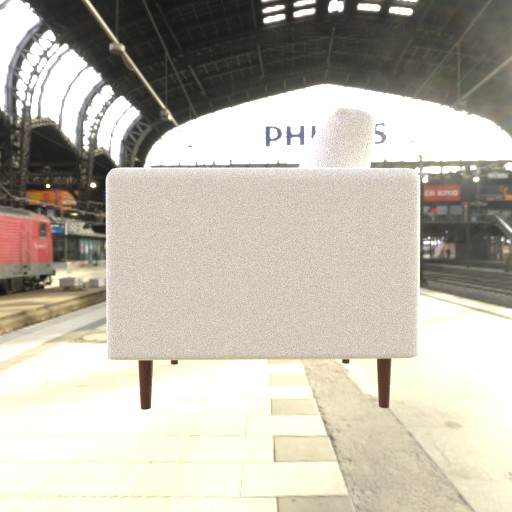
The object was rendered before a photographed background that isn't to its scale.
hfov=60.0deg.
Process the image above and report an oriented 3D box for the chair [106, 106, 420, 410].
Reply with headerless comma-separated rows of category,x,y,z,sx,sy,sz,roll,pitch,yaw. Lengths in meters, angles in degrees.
chair,0.000,0.000,1.579,0.879,0.899,0.831,0,1,-1
